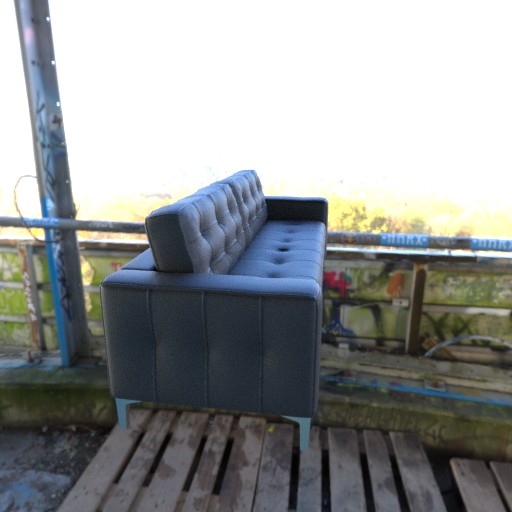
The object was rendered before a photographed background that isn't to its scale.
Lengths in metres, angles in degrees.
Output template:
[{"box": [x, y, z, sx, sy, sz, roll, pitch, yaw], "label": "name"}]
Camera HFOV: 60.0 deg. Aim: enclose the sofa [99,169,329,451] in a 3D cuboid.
[{"box": [0.000, 0.000, 2.677, 0.833, 0.893, 2.275, 3, 16, 9], "label": "sofa"}]
